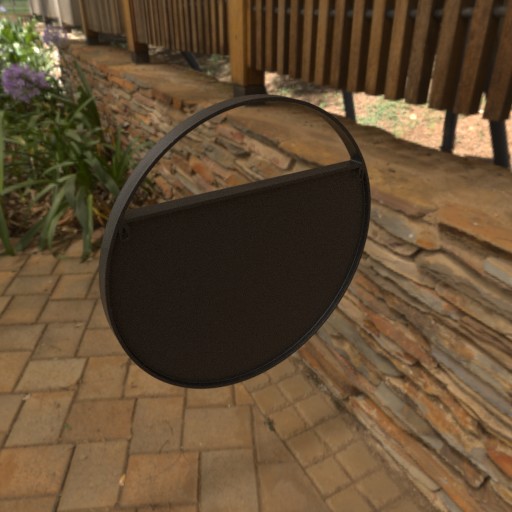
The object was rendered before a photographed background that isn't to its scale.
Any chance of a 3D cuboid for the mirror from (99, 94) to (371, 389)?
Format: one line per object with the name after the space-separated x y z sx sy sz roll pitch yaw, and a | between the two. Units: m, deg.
0.000 0.000 0.823 0.565 0.565 0.032 -18 34 -29 | mirror
